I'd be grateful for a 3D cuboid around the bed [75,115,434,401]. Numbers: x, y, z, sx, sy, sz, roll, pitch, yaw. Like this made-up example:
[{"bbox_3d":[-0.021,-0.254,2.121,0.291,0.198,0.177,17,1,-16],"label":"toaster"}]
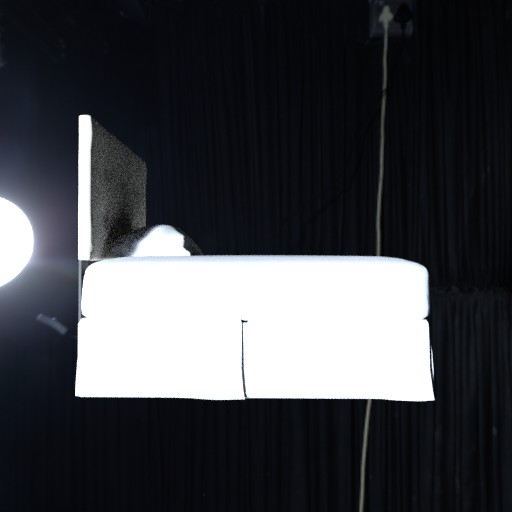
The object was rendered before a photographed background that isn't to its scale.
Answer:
[{"bbox_3d":[0.000,0.000,3.004,1.997,1.571,1.261,0,-1,1],"label":"bed"}]
